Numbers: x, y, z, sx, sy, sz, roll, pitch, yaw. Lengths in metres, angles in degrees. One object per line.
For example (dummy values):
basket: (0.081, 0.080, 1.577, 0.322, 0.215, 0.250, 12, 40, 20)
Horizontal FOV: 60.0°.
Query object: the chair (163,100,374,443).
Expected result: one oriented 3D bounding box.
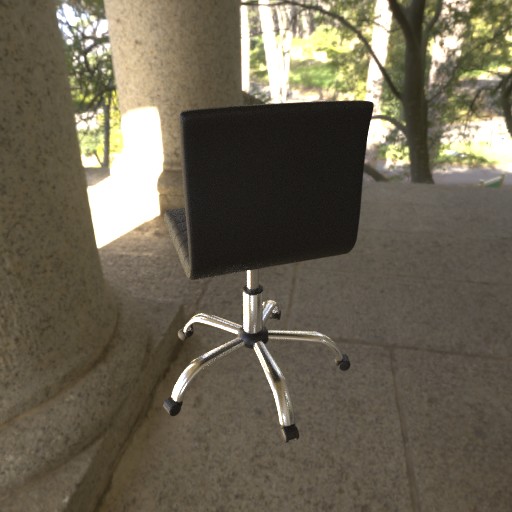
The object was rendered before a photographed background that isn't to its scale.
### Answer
chair: (0.000, 0.000, 1.125, 0.556, 0.780, 0.530, -9, 29, -17)
